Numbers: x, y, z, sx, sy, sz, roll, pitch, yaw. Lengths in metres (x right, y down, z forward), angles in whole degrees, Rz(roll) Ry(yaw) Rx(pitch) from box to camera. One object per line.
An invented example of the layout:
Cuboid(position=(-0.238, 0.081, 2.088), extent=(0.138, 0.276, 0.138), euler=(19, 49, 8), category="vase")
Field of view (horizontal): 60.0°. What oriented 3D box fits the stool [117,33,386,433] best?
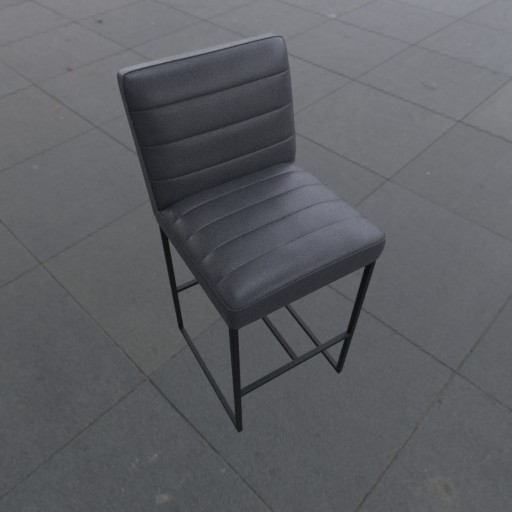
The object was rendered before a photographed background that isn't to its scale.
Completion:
Cuboid(position=(0.000, 0.000, 1.323), extent=(0.457, 1.040, 0.552), euler=(-24, 52, -20), category="stool")
